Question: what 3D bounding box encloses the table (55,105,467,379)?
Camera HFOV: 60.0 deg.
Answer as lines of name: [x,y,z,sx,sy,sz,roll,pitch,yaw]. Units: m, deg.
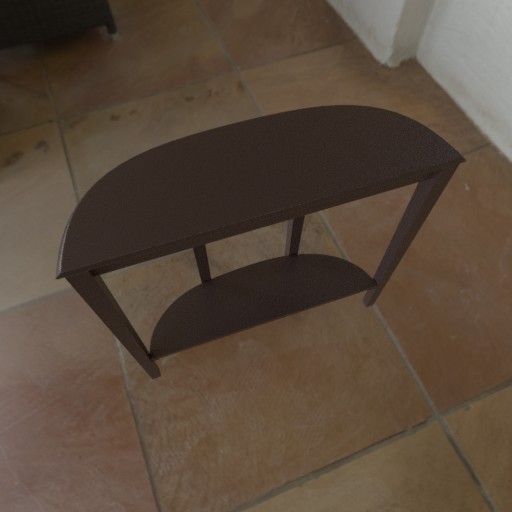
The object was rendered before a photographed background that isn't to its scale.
table: [0.000,0.000,1.333,0.909,0.831,0.274,-17,62,-9]
